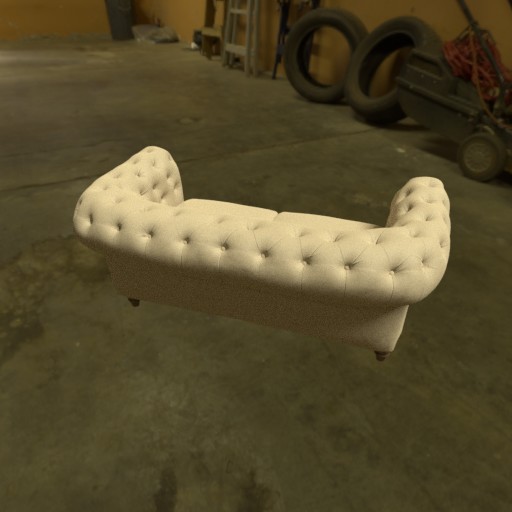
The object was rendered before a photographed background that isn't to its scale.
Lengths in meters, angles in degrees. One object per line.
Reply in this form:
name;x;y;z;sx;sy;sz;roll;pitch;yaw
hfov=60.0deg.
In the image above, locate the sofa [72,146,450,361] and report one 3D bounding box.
sofa;0.000;0.000;2.542;1.988;0.835;1.069;10;33;15
